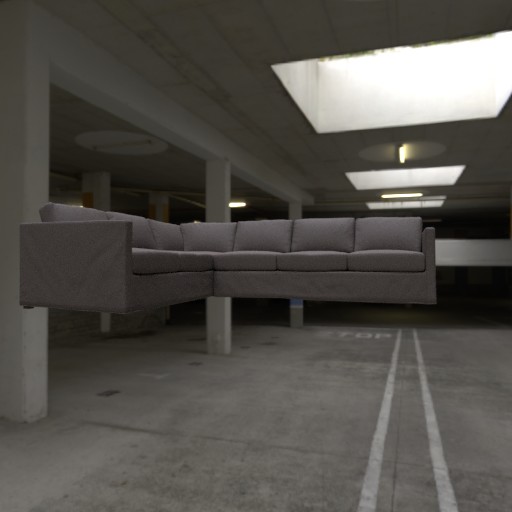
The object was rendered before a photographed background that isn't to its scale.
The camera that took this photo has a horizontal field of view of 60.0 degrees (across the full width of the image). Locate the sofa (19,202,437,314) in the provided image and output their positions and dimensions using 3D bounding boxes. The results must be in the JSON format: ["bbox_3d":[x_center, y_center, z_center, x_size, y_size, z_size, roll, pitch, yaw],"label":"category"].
[{"bbox_3d":[0.000,0.000,4.162,3.182,0.871,2.432,0,-1,18],"label":"sofa"}]
